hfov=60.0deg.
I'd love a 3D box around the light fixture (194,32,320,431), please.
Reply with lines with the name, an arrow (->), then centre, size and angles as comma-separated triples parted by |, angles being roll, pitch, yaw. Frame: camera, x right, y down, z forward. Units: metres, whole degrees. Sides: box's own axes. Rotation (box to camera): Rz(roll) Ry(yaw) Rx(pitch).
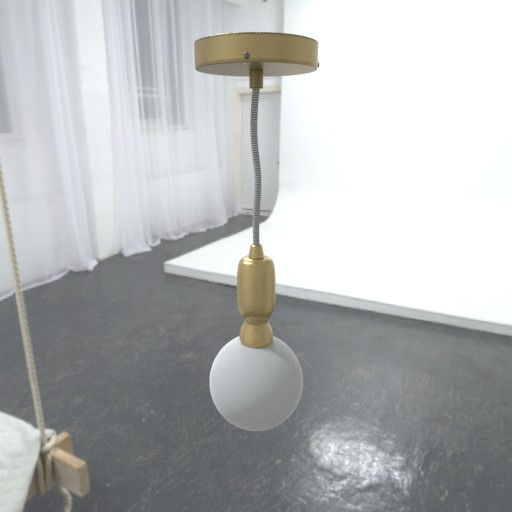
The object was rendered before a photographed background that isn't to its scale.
light fixture -> 0.000, 0.000, 0.584 | 0.147, 0.510, 0.146 | 2, 16, 8
